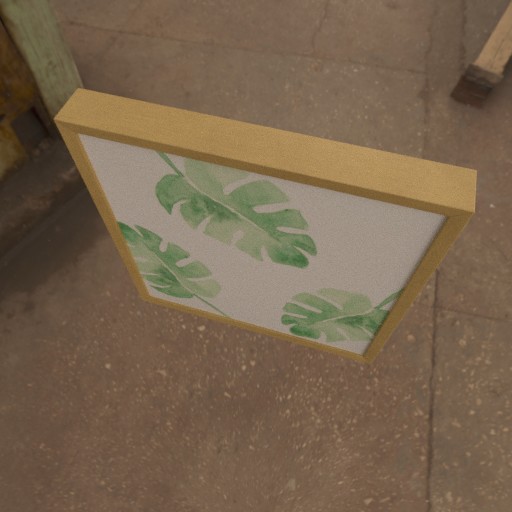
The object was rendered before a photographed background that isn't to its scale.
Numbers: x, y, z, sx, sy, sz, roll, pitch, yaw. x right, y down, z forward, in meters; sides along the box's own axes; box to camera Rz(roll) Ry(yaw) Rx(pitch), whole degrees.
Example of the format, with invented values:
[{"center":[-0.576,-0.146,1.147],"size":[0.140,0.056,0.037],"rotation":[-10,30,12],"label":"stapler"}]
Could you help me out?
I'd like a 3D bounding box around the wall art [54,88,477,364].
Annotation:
[{"center":[0.000,0.000,0.446],"size":[0.305,0.305,0.038],"rotation":[14,59,9],"label":"wall art"}]
